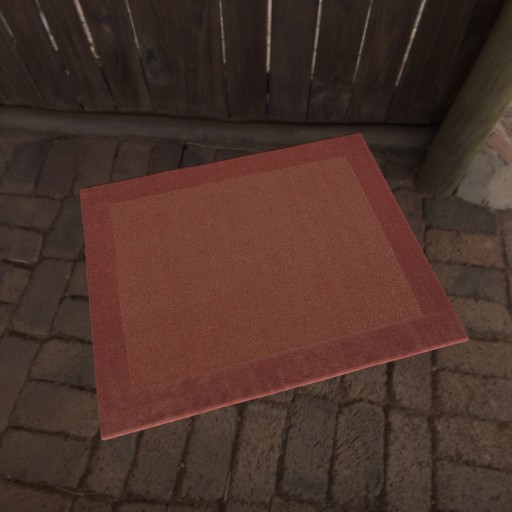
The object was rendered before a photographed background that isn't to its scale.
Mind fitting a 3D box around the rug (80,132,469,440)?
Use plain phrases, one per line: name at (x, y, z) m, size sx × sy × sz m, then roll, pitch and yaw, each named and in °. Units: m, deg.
rug at (0.000, 0.000, 4.001) m, size 2.976 × 0.018 × 2.430 m, roll -13°, pitch 60°, yaw -8°
